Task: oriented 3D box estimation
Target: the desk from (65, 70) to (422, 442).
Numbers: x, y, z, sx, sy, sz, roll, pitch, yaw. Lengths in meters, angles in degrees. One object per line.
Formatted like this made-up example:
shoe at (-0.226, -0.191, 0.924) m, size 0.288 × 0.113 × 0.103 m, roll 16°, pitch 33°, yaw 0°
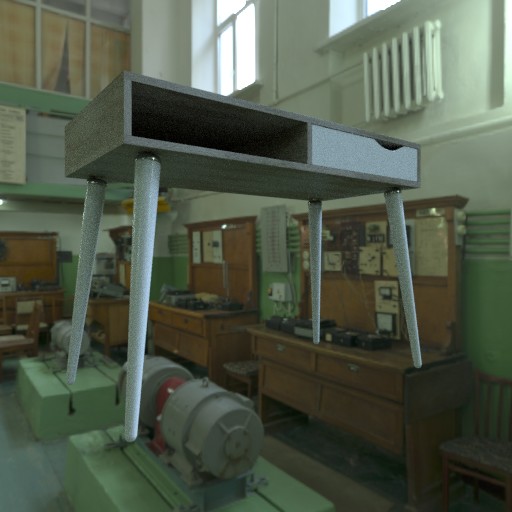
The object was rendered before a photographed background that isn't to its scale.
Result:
desk at (0.000, 0.000, 1.337) m, size 0.979 × 0.723 × 0.491 m, roll 0°, pitch 0°, yaw -36°
